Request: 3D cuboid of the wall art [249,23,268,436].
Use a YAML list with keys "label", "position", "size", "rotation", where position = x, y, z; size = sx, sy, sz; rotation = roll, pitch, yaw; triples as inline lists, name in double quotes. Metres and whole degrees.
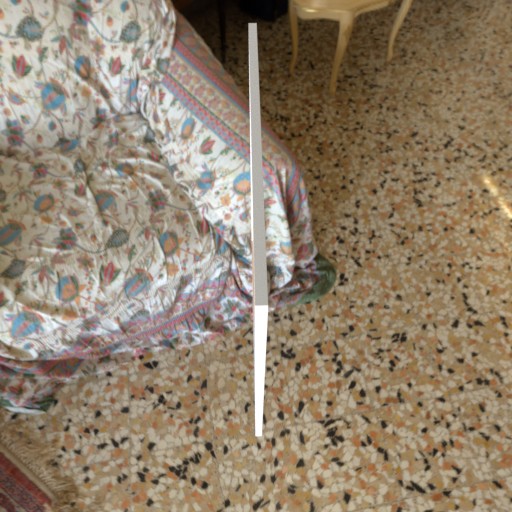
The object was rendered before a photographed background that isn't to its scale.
- label: "wall art"
  position: [0.000, 0.000, 0.773]
  size: [0.012, 0.557, 0.482]
  rotation: [-1, 56, -1]
